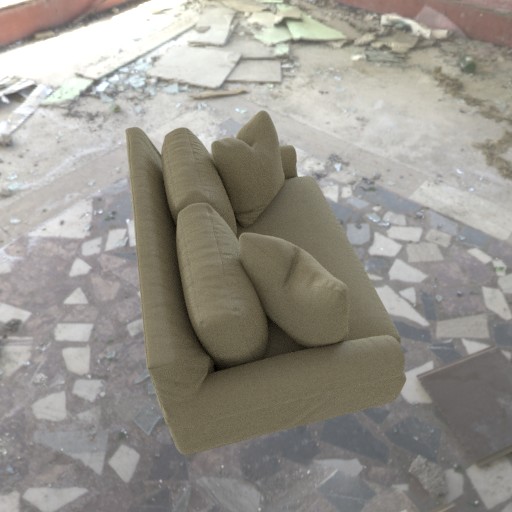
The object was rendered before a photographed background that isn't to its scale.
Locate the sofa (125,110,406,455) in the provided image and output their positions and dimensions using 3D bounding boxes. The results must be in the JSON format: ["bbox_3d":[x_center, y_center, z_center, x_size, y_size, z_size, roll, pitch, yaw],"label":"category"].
[{"bbox_3d":[0.000,0.000,2.184,1.070,0.905,1.550,-10,48,-9],"label":"sofa"}]
